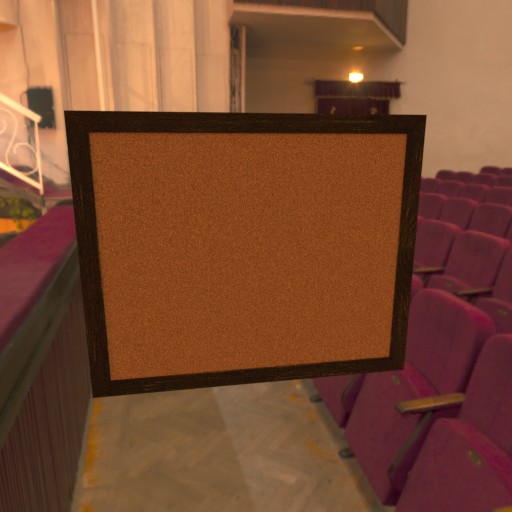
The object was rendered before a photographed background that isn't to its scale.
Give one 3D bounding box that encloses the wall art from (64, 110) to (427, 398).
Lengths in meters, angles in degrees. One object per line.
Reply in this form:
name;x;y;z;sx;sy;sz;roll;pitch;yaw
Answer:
wall art;0.000;0.000;0.745;0.558;0.457;0.032;-2;14;-10
